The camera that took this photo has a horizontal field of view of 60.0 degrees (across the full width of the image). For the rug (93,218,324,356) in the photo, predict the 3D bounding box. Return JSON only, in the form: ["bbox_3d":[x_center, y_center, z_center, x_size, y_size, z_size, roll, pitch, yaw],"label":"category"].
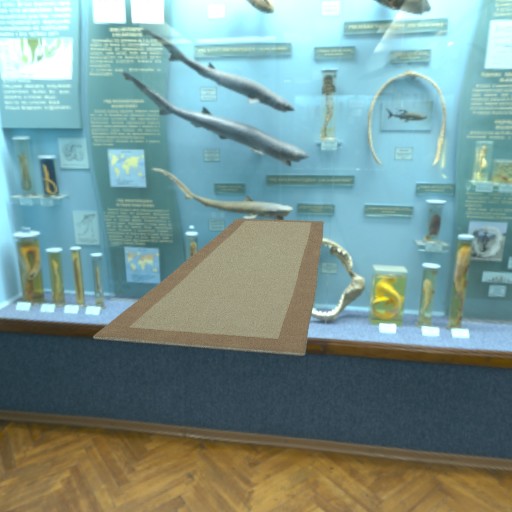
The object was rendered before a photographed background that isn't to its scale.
[{"bbox_3d":[0.000,0.000,2.678,0.767,0.012,2.430,3,15,10],"label":"rug"}]
